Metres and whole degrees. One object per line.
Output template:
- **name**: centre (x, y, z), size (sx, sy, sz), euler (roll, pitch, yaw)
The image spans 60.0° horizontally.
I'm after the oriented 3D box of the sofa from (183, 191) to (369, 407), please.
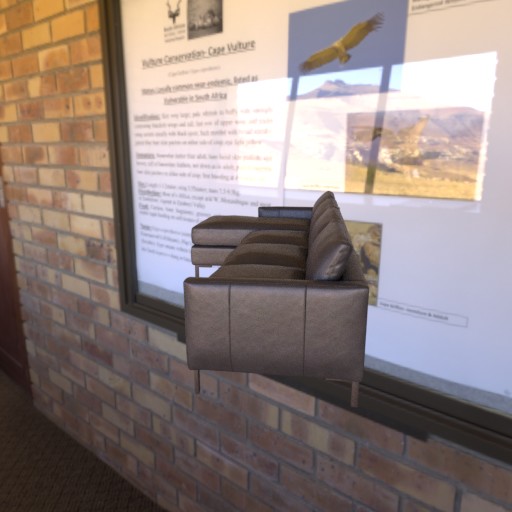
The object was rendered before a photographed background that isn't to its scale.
- **sofa**: centre (0.000, 0.000, 3.618), size (1.471, 0.859, 2.993), euler (2, 14, 7)
